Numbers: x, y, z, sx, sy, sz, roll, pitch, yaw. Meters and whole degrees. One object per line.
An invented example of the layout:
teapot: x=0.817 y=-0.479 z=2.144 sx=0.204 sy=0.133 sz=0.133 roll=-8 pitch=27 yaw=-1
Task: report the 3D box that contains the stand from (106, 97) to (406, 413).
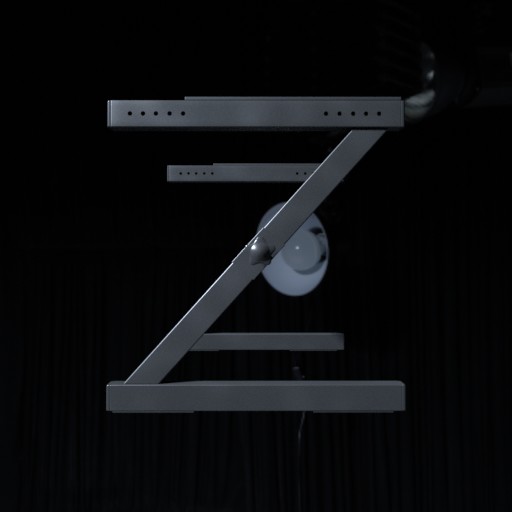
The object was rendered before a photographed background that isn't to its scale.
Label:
stand: x=0.000 y=0.000 z=1.176 sx=0.586 sy=0.617 sz=0.700 roll=0 pitch=-1 yaw=0
